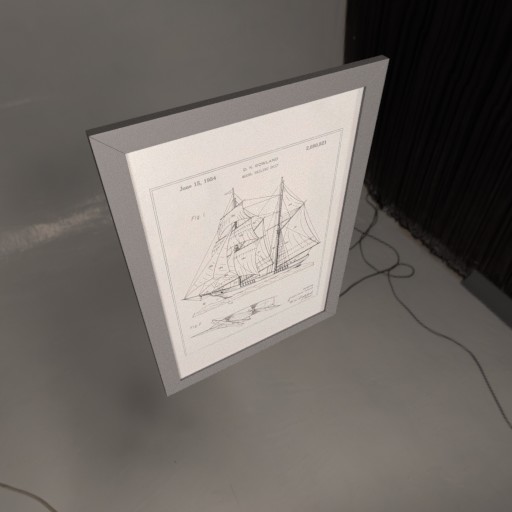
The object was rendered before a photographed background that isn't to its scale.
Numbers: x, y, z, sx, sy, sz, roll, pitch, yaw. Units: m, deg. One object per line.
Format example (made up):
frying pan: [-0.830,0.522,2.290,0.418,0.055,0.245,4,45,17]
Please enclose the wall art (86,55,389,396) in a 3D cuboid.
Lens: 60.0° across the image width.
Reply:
wall art: [0.000,0.000,0.689,0.380,0.534,0.013,-22,50,-20]
